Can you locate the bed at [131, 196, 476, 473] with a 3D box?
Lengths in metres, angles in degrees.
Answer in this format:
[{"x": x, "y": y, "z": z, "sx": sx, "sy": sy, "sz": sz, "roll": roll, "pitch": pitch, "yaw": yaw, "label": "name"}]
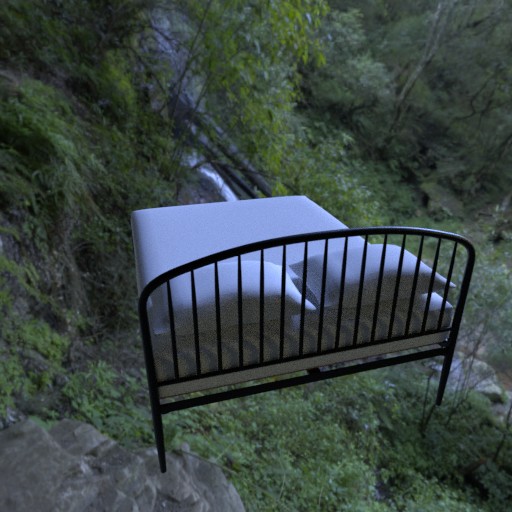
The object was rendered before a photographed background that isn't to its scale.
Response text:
[{"x": 0.000, "y": 0.000, "z": 3.042, "sx": 1.618, "sy": 1.166, "sz": 2.159, "roll": -7, "pitch": 26, "yaw": -15, "label": "bed"}]
